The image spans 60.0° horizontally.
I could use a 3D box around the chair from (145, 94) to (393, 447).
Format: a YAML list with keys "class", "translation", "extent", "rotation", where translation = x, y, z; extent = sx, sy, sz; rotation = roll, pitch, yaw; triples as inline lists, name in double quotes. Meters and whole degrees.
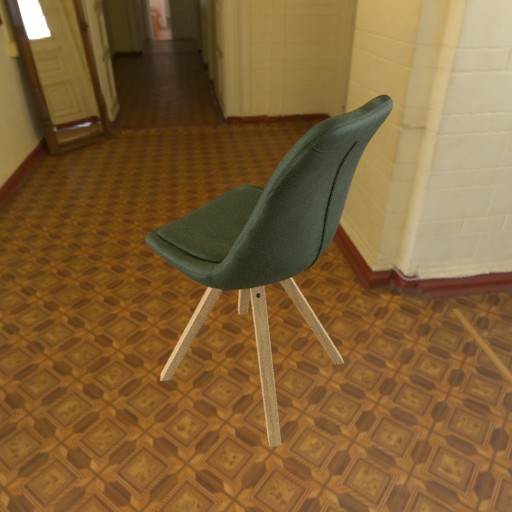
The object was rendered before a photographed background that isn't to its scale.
- class: "chair"
  translation: [0.000, 0.000, 1.208]
  extent: [0.547, 0.865, 0.483]
  rotation: [21, 38, 30]
